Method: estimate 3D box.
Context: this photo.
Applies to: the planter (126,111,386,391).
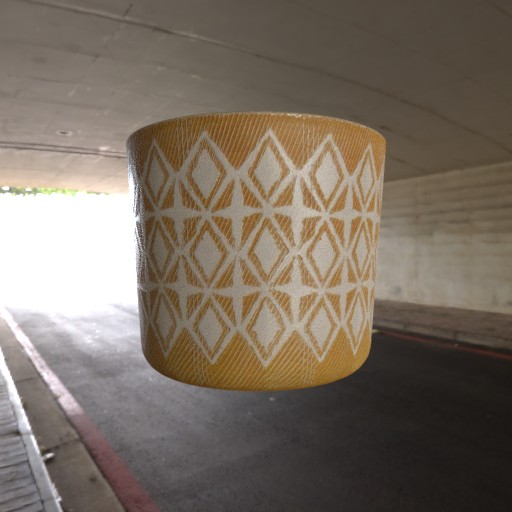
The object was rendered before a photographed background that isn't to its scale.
[{"bbox_3d":[0.000,0.000,0.344,0.193,0.165,0.193,0,1,0],"label":"planter"}]
